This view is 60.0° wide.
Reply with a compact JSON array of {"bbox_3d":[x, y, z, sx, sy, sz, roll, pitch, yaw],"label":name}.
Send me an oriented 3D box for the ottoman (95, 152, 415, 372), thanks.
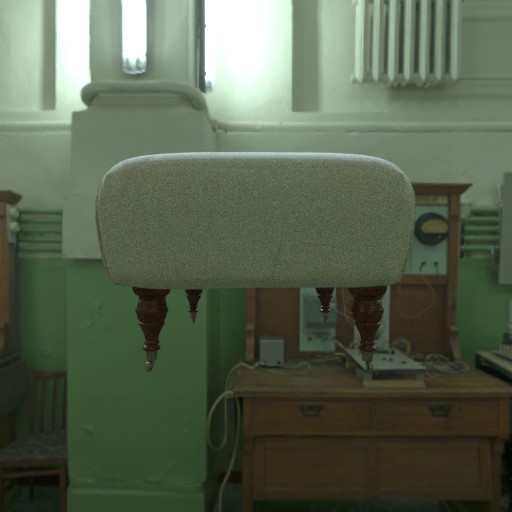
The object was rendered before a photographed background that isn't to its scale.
[{"bbox_3d":[0.000,0.000,1.166,0.622,0.450,0.747,0,1,0],"label":"ottoman"}]
